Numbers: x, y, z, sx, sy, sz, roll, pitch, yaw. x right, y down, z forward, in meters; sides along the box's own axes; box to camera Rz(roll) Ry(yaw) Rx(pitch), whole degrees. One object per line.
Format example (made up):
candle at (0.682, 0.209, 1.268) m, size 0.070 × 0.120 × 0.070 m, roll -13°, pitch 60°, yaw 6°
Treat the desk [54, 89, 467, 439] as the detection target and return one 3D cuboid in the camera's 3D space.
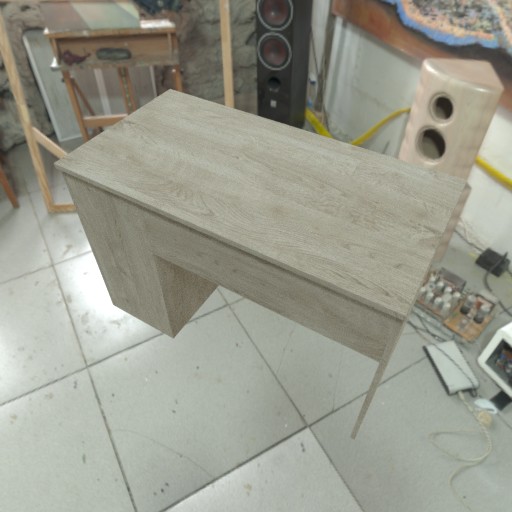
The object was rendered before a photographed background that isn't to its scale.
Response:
desk at (0.000, 0.000, 1.579) m, size 1.096 × 0.730 × 0.560 m, roll 24°, pitch 51°, yaw 21°
